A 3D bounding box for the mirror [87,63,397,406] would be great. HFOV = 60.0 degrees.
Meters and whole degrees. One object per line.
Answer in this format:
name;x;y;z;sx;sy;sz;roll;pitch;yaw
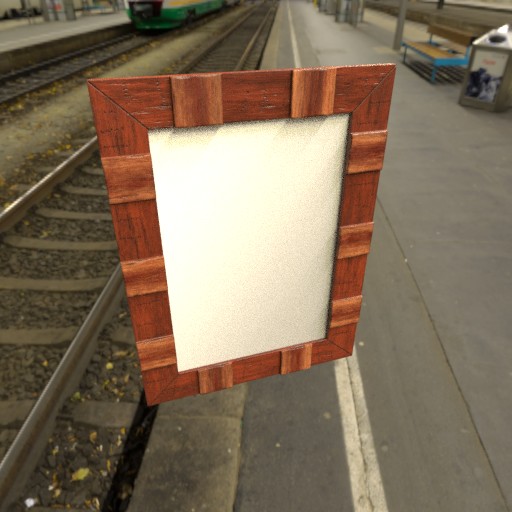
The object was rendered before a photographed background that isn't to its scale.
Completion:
mirror;0.000;0.000;1.035;0.600;0.805;0.021;-10;33;-15
